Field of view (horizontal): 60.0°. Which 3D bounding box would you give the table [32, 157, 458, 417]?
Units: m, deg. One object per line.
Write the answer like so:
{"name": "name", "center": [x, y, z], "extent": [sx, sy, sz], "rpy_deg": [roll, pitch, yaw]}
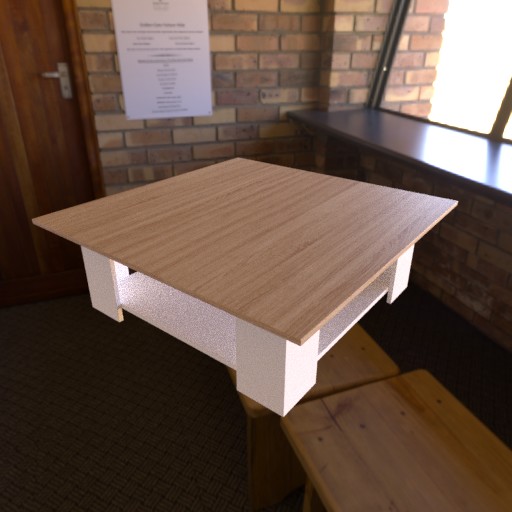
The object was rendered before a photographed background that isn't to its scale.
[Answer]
{"name": "table", "center": [0.000, 0.000, 1.370], "extent": [0.890, 0.305, 0.890], "rpy_deg": [19, 32, 34]}
